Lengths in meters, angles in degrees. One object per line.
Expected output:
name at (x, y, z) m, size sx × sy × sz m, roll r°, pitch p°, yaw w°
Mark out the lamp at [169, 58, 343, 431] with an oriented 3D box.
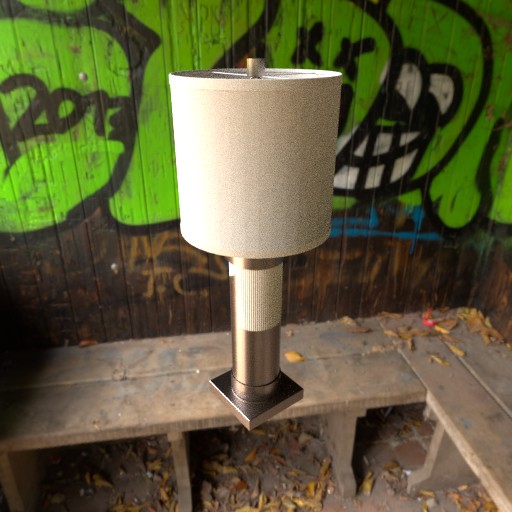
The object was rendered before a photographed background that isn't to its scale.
lamp at (0.000, 0.000, 0.625) m, size 0.202 × 0.509 × 0.202 m, roll -19°, pitch 31°, yaw -33°
